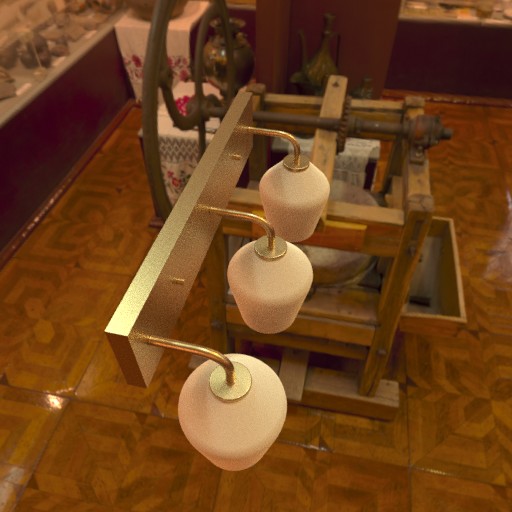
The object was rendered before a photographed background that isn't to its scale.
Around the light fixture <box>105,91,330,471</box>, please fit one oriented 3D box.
[{"bbox_3d":[0.000,0.000,0.715,0.190,0.280,0.609,10,47,9],"label":"light fixture"}]
